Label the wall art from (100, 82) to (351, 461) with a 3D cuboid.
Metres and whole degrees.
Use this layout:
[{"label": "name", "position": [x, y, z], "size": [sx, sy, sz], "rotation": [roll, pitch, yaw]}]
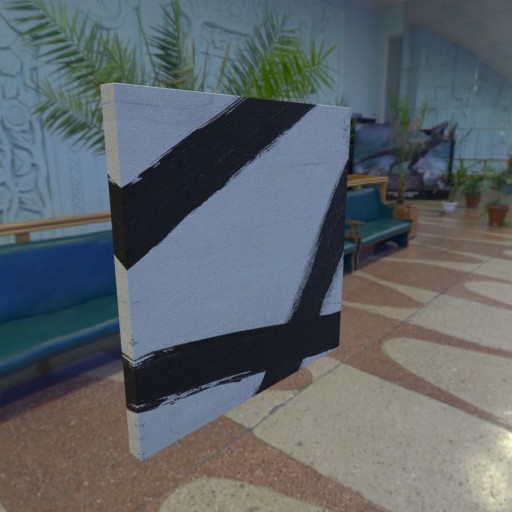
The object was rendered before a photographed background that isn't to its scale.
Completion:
[{"label": "wall art", "position": [0.000, 0.000, 1.143], "size": [0.046, 0.765, 0.765], "rotation": [13, 19, 42]}]
